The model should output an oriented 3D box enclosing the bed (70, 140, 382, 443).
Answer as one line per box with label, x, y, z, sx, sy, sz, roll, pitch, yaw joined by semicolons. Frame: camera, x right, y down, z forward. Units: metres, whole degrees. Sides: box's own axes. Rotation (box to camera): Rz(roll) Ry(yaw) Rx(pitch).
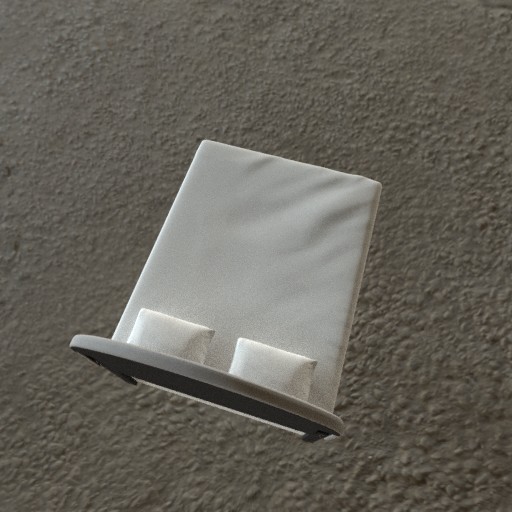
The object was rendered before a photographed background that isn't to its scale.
bed;0.000;0.000;3.062;1.607;1.410;2.005;15;65;7
